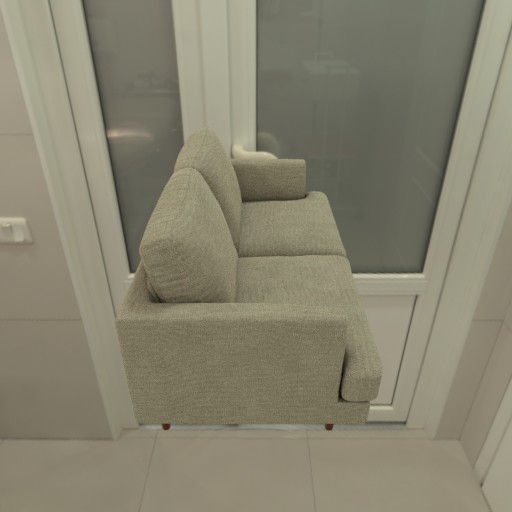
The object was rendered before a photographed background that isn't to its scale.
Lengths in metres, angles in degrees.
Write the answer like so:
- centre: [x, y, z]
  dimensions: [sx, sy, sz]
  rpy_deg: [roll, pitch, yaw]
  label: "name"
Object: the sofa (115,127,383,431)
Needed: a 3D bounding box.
- centre: [0.000, 0.000, 2.179]
  dimensions: [0.903, 0.944, 1.582]
  rpy_deg: [0, 31, 0]
  label: "sofa"
